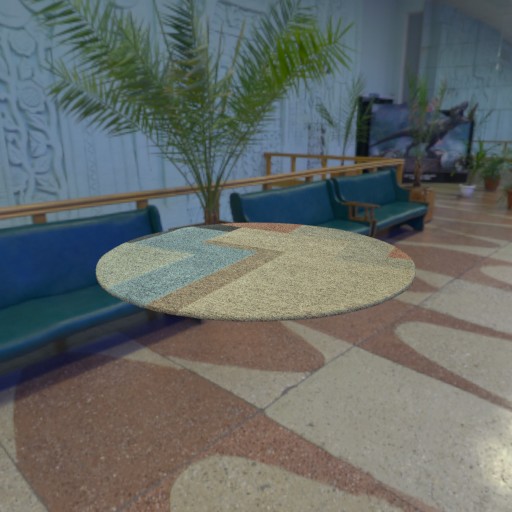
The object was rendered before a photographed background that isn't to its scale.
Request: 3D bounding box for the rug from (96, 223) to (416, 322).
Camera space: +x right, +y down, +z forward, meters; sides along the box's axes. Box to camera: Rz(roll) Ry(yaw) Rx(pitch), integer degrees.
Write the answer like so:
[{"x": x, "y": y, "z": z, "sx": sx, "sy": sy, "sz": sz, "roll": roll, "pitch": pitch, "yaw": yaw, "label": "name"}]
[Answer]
[{"x": 0.000, "y": 0.000, "z": 3.587, "sx": 2.461, "sy": 0.033, "sz": 2.461, "roll": 0, "pitch": 16, "yaw": 0, "label": "rug"}]
